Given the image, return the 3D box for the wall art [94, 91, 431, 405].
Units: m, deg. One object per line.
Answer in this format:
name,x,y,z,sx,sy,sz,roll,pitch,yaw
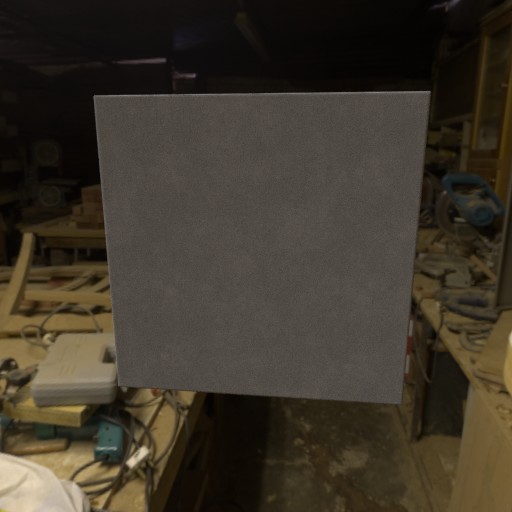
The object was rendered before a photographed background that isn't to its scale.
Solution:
wall art,0.000,0.000,0.440,0.303,0.303,0.015,2,14,7
